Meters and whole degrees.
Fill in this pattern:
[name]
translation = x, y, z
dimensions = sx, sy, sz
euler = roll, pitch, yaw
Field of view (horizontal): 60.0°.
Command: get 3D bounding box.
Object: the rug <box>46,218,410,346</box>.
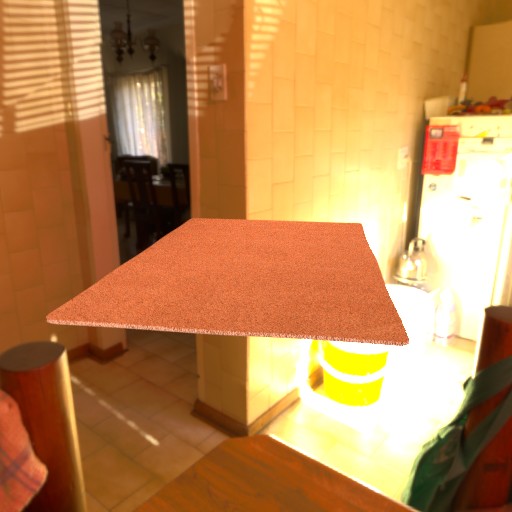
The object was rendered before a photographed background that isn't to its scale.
[rug]
translation = 0.000, 0.000, 3.392
dimensions = 1.801, 0.024, 2.700
euler = 2, 16, 8
